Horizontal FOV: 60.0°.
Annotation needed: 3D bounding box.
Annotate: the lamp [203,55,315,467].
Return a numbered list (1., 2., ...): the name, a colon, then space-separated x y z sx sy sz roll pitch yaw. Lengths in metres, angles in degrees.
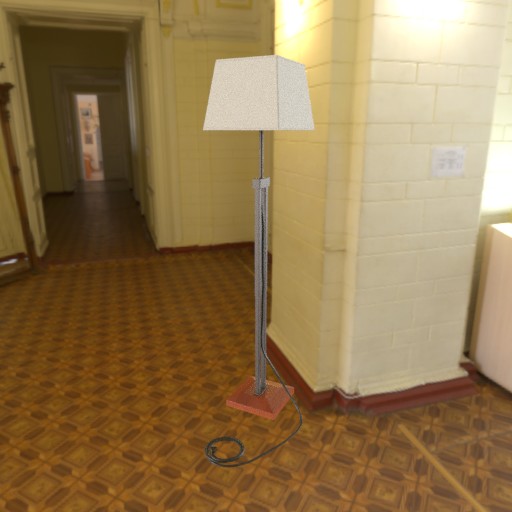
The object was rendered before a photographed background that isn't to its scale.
1. lamp: 0.000 0.000 2.007 0.472 1.712 0.745 8 18 26
